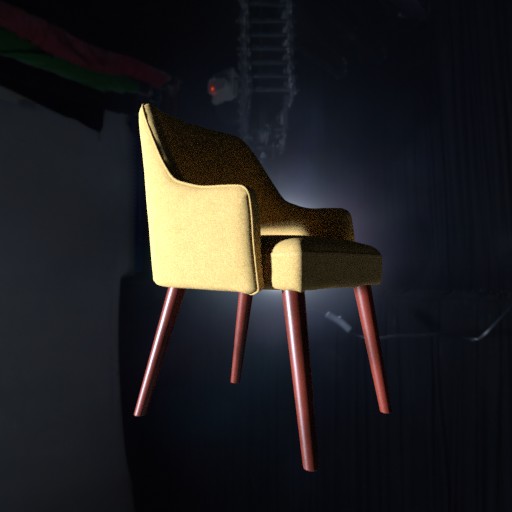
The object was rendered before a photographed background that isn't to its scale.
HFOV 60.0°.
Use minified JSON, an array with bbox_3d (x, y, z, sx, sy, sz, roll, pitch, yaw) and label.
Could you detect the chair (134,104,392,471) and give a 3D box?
[{"bbox_3d":[0.000,0.000,1.218,0.605,0.849,0.548,-1,-1,36],"label":"chair"}]
